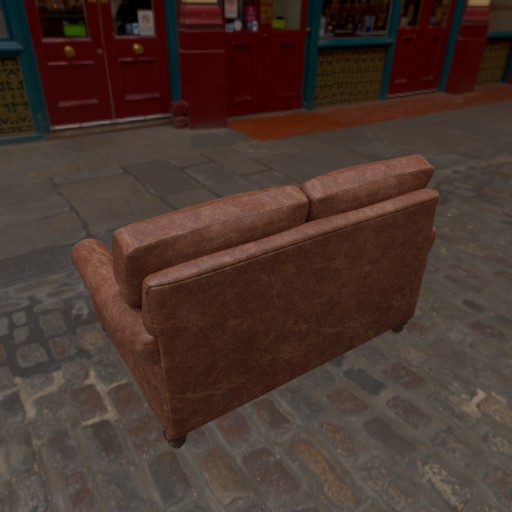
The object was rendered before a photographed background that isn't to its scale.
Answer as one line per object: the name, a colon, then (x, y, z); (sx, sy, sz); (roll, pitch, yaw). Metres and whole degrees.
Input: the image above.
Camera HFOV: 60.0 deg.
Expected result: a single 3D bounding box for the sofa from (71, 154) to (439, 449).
sofa: (0.000, 0.000, 2.219); (1.616, 0.967, 0.990); (-18, 34, -29)
